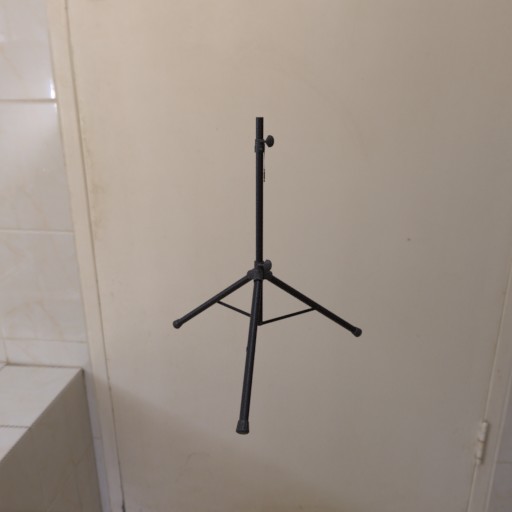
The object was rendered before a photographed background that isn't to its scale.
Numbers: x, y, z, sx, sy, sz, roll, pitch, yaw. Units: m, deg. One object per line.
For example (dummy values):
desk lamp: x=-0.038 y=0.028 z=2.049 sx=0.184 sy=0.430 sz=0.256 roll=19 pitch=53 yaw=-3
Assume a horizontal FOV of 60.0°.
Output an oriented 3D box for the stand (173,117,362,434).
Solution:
stand: x=0.000 y=0.000 z=1.897 sx=1.045 sy=1.136 sz=0.907 roll=2 pitch=17 yaw=7
